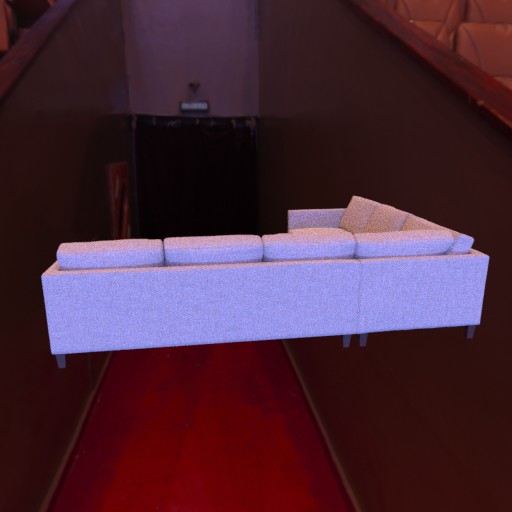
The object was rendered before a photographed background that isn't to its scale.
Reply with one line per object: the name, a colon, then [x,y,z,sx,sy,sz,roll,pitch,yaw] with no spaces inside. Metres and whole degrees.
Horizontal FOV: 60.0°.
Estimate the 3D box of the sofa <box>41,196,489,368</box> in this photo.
sofa: [0.000,0.000,4.282,3.182,0.863,2.432,-2,15,-9]
